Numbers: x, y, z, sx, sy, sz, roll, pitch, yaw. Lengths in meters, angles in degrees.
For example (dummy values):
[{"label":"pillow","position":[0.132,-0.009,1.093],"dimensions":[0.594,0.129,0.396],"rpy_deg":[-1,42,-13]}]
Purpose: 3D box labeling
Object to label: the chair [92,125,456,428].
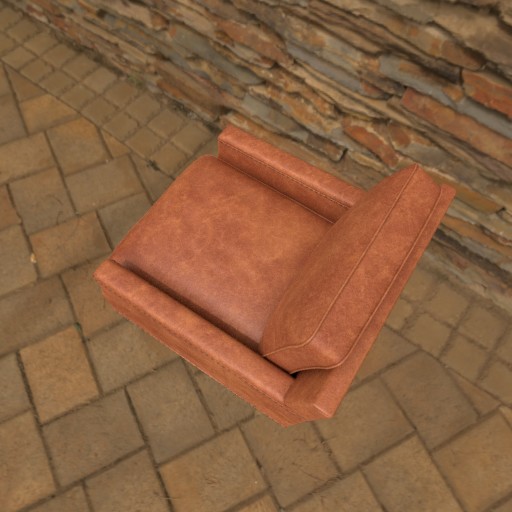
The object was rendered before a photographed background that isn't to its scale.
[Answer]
[{"label":"chair","position":[0.000,0.000,1.693],"dimensions":[1.014,0.943,0.853],"rpy_deg":[31,67,15]}]
